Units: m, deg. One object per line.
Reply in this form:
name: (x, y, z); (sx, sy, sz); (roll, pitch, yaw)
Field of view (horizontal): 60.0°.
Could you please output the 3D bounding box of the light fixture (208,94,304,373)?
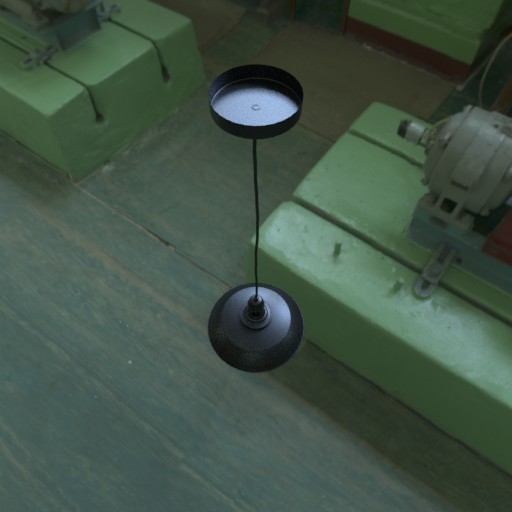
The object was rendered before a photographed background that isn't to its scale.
light fixture: (0.000, 0.000, 1.146); (0.331, 0.993, 0.331); (31, 63, 18)
